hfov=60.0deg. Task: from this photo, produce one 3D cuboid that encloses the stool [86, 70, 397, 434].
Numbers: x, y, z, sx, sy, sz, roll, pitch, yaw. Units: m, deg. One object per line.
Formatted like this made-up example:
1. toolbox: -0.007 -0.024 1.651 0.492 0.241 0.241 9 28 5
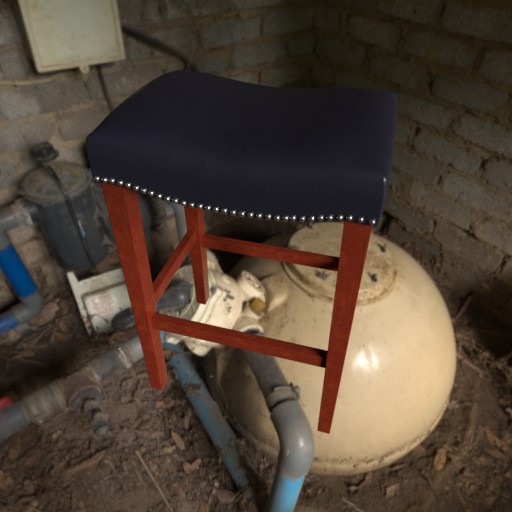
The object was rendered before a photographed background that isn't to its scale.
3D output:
1. stool: 0.000 0.000 1.034 0.504 0.742 0.372 10 41 12
